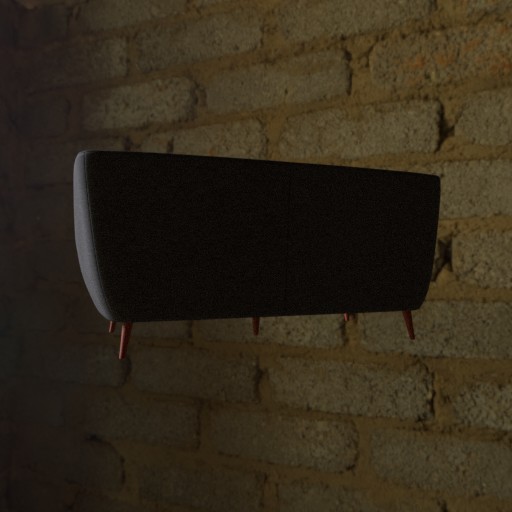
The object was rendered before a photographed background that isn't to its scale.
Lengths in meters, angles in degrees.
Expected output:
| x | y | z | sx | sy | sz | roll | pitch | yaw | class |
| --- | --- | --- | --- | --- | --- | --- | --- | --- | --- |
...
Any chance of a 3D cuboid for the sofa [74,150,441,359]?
| x | y | z | sx | sy | sz | roll | pitch | yaw | class |
| --- | --- | --- | --- | --- | --- | --- | --- | --- | --- |
| 0.000 | 0.000 | 2.503 | 1.929 | 0.896 | 0.975 | 0 | -1 | -18 | sofa |
